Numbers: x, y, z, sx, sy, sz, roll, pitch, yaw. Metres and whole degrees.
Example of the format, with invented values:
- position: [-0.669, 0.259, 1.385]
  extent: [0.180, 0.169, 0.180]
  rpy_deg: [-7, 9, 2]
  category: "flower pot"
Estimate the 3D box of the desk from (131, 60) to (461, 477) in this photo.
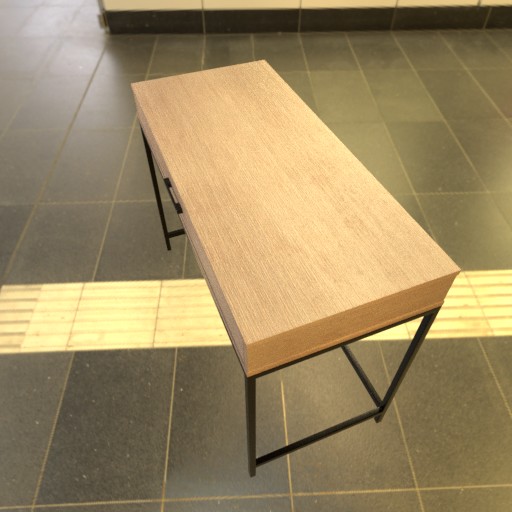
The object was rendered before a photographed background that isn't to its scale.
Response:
- position: [0.000, 0.000, 1.419]
  extent: [0.470, 0.762, 1.016]
  rpy_deg: [-17, 50, -15]
  category: "desk"
